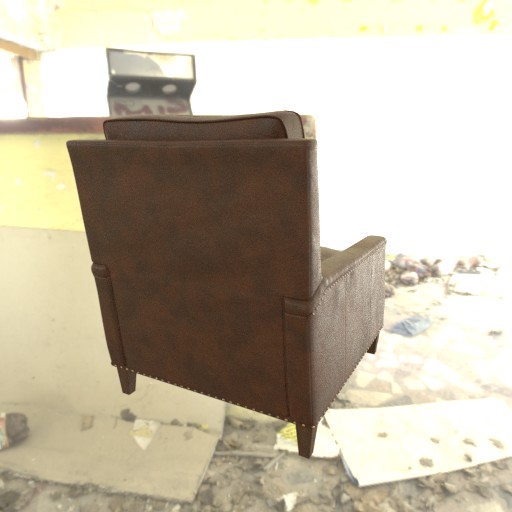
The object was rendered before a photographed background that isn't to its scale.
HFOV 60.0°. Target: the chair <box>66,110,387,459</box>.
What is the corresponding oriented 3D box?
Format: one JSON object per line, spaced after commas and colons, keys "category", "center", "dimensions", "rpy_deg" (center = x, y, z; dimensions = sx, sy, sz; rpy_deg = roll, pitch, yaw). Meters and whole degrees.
{"category": "chair", "center": [0.000, 0.000, 1.778], "dimensions": [0.854, 1.054, 1.035], "rpy_deg": [8, 16, 28]}
